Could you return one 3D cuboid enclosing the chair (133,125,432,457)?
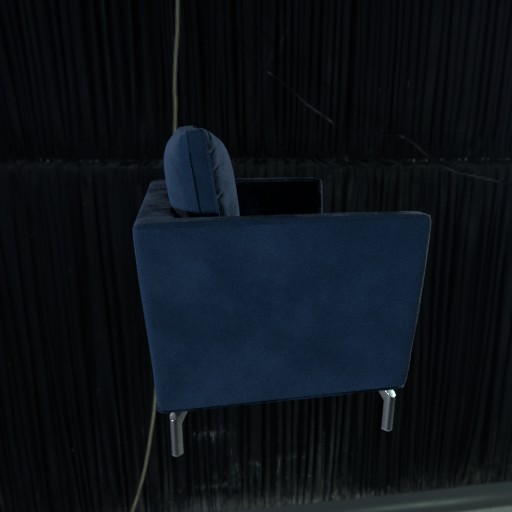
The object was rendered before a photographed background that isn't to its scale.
[{"bbox_3d":[0.000,0.000,1.571,0.746,0.893,0.977,-3,16,-10],"label":"chair"}]
